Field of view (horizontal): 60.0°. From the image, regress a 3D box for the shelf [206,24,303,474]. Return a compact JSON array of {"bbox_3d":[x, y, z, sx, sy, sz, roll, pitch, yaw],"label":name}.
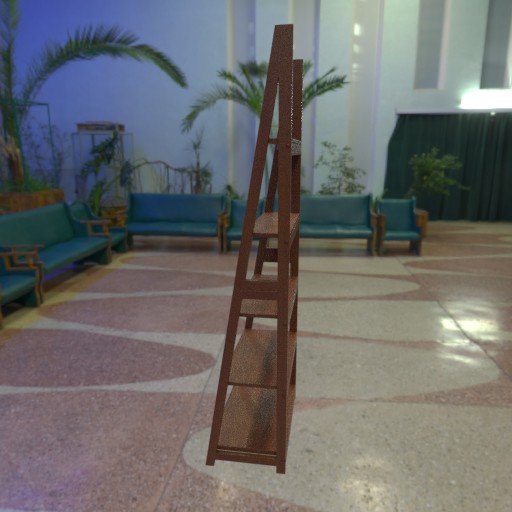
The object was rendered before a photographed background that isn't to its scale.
[{"bbox_3d":[0.000,0.000,2.038,0.356,1.780,0.630,2,14,9],"label":"shelf"}]
